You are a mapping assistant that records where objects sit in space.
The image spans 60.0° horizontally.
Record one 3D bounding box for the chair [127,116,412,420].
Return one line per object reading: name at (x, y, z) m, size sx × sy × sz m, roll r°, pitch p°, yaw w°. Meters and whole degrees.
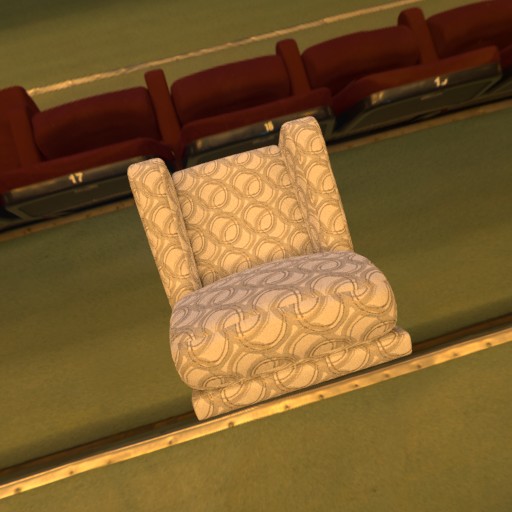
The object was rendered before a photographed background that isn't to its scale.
chair at (0.000, 0.000, 1.756) m, size 0.796 × 1.065 × 0.995 m, roll -16°, pitch 77°, yaw -4°
